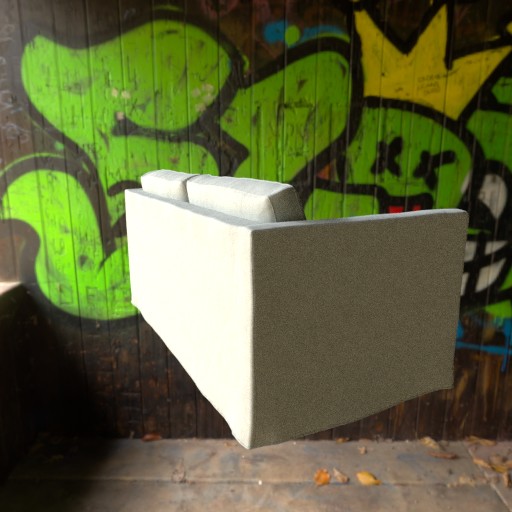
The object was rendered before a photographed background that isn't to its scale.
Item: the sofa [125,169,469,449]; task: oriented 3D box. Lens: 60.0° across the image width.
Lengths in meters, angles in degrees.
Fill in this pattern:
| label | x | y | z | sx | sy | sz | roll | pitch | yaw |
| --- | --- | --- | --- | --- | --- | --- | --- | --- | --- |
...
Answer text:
| label | x | y | z | sx | sy | sz | roll | pitch | yaw |
| --- | --- | --- | --- | --- | --- | --- | --- | --- | --- |
| sofa | 0.000 | 0.000 | 2.227 | 0.944 | 0.830 | 1.727 | -7 | 14 | -27 |
